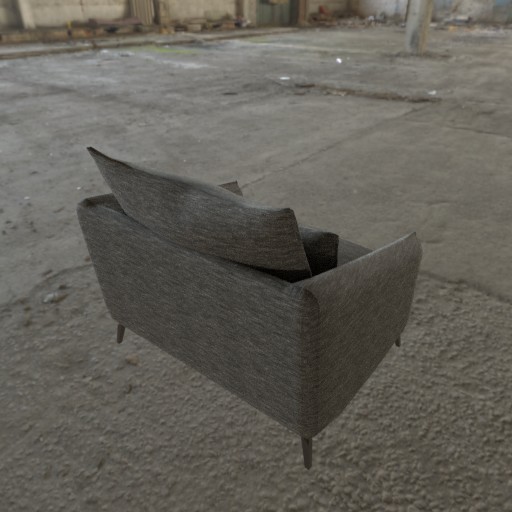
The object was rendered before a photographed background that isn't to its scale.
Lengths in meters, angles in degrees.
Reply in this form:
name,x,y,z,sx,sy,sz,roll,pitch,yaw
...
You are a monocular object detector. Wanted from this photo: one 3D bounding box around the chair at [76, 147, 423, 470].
name,x,y,z,sx,sy,sz,roll,pitch,yaw
chair,0.000,0.000,1.619,1.004,0.842,0.805,21,36,32
